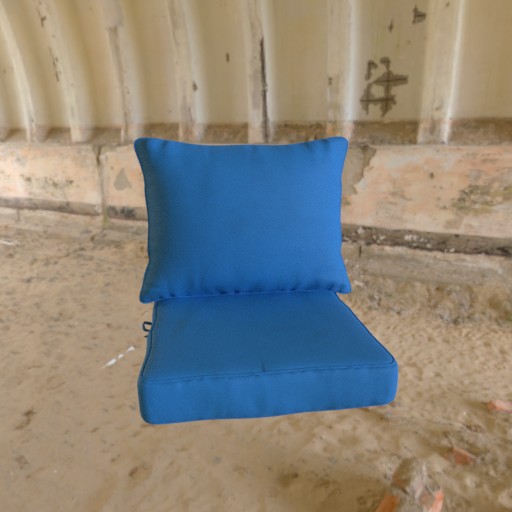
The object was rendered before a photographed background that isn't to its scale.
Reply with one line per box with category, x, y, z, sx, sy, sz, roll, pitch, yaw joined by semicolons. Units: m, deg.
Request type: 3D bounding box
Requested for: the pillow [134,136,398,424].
pillow;0.000;0.000;1.403;0.798;0.725;0.733;-2;16;-8
